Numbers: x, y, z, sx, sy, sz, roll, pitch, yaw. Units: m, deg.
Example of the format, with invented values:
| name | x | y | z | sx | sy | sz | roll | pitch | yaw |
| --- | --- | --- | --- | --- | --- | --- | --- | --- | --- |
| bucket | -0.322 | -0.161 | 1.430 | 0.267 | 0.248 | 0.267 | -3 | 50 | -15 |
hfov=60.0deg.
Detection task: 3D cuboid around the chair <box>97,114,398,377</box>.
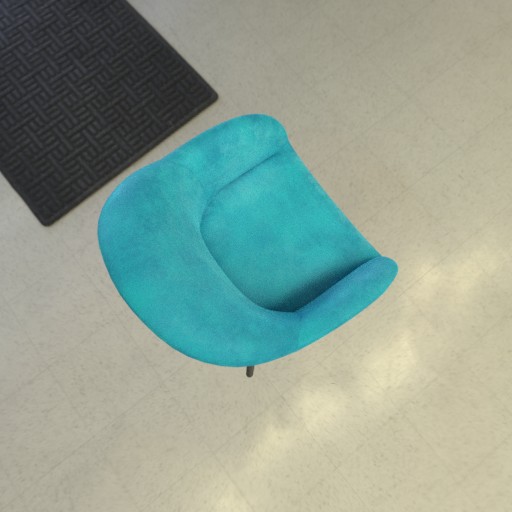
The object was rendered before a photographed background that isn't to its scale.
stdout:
| name | x | y | z | sx | sy | sz | roll | pitch | yaw |
| --- | --- | --- | --- | --- | --- | --- | --- | --- | --- |
| chair | 0.000 | 0.000 | 1.185 | 0.590 | 0.795 | 0.550 | -35 | 78 | -9 |
